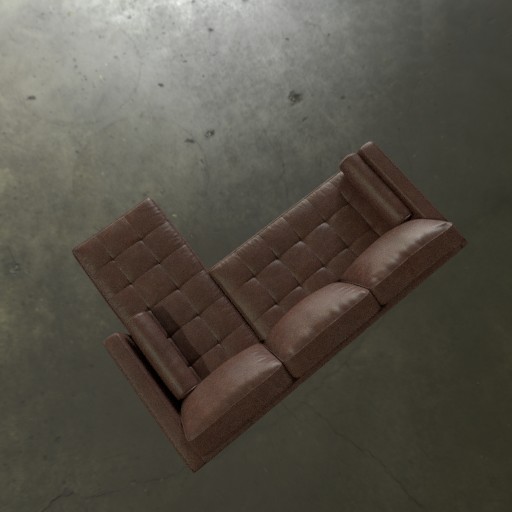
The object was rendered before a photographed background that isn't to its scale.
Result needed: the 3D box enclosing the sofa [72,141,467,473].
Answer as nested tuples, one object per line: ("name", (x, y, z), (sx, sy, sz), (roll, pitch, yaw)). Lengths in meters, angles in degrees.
("sofa", (0.000, 0.000, 2.941), (2.185, 0.841, 1.613), (-37, 79, -9))
